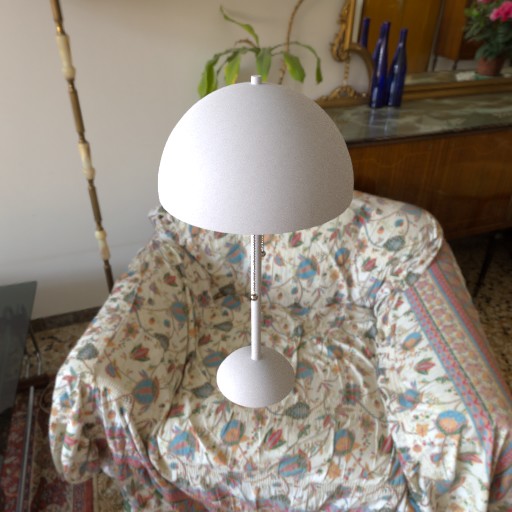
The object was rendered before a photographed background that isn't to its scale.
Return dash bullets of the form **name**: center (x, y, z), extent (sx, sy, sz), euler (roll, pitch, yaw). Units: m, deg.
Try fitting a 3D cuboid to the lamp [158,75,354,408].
- **lamp**: center (0.000, 0.000, 0.433), extent (0.171, 0.330, 0.171), euler (0, 32, 0)
